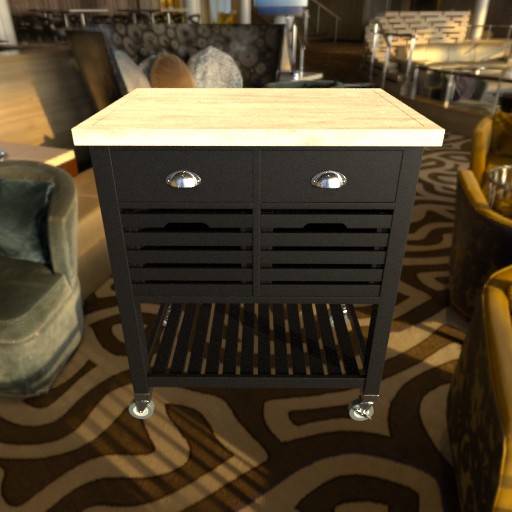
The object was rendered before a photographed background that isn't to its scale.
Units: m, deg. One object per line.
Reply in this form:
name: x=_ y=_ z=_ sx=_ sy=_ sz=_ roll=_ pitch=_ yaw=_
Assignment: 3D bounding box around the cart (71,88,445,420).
cart: x=0.000 y=0.000 z=1.402 sx=0.797 sy=0.920 sz=0.567 roll=0 pitch=29 yaw=0
